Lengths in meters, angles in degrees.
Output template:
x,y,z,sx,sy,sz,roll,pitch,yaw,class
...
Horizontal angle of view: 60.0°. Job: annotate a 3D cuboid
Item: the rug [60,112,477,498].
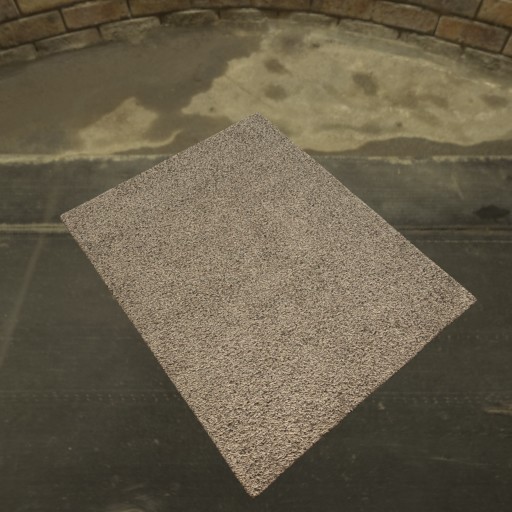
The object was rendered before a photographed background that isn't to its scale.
x,y,z,sx,sy,sz,roll,pitch,yaw,class
0.000,0.000,4.029,2.438,0.029,3.047,-33,63,-19,rug
